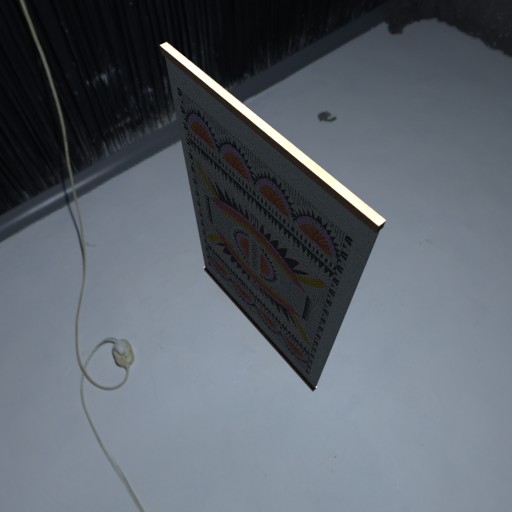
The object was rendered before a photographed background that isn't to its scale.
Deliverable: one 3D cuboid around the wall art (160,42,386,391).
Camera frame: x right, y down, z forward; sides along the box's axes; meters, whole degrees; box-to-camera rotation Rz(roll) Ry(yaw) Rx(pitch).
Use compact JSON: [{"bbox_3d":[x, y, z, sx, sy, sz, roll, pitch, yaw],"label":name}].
[{"bbox_3d":[0.000,0.000,1.974,0.028,1.533,0.999,-35,64,-20],"label":"wall art"}]
